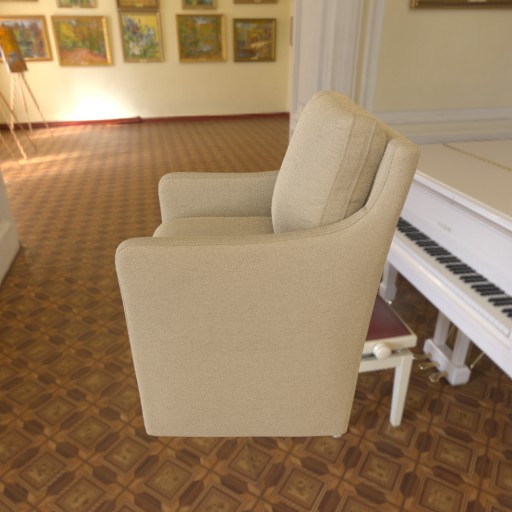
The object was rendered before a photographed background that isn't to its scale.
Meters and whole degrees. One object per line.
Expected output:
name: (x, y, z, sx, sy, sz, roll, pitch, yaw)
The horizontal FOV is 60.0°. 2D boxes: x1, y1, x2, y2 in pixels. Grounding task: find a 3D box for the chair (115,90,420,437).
chair: (0.000, 0.000, 1.359, 0.694, 0.914, 0.626, 0, 27, 0)
